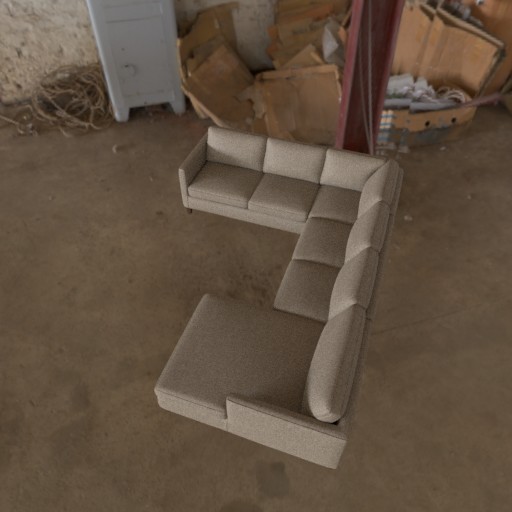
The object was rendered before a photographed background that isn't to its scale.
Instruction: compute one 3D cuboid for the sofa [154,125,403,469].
[{"bbox_3d":[0.000,0.000,4.586,2.551,0.889,3.403,14,48,13],"label":"sofa"}]
